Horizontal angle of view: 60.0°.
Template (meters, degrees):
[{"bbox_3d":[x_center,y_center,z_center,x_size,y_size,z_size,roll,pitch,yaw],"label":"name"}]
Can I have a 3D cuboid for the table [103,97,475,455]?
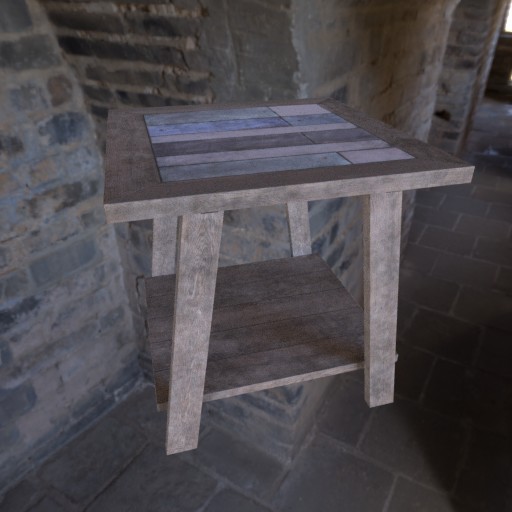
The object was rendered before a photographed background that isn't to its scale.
[{"bbox_3d":[0.000,0.000,1.096,0.610,0.610,0.610,-8,32,-13],"label":"table"}]
